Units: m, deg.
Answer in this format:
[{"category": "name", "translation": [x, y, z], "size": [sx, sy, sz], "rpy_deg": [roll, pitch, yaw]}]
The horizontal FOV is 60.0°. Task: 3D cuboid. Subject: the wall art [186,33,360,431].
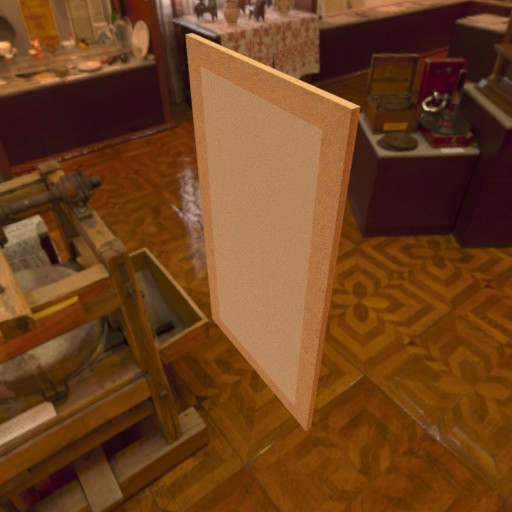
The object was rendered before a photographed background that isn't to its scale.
[{"category": "wall art", "translation": [0.000, 0.000, 0.822], "size": [0.013, 0.683, 0.381], "rpy_deg": [-24, 46, -26]}]
